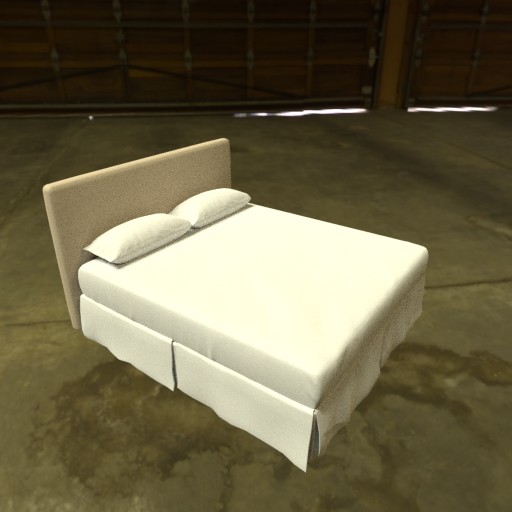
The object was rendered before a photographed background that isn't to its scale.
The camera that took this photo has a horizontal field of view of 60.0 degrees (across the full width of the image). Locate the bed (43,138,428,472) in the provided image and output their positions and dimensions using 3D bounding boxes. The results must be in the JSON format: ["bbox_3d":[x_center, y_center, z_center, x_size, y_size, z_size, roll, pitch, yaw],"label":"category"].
[{"bbox_3d":[0.000,0.000,3.593,2.319,1.317,2.119,18,31,31],"label":"bed"}]
